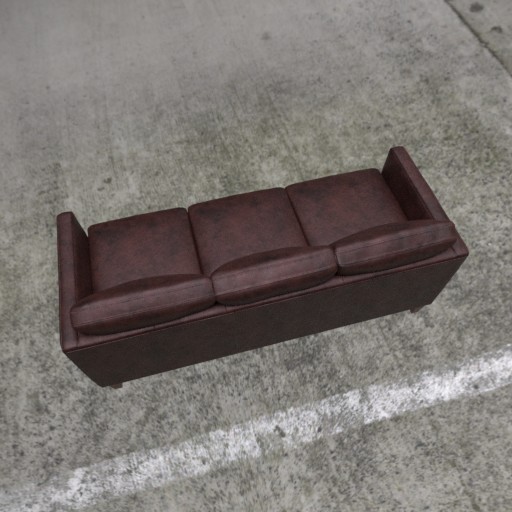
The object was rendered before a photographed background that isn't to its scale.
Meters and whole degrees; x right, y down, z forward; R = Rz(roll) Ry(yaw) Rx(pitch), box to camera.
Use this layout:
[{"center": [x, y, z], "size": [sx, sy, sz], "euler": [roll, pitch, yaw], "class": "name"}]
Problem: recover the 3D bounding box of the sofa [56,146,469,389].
[{"center": [0.000, 0.000, 3.064], "size": [2.464, 1.006, 1.045], "euler": [-13, 58, -8], "class": "sofa"}]
